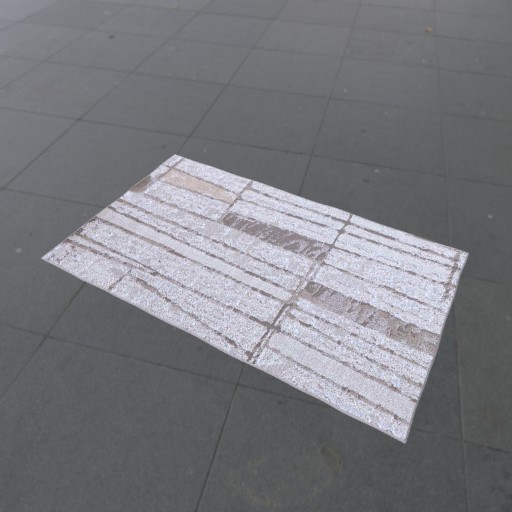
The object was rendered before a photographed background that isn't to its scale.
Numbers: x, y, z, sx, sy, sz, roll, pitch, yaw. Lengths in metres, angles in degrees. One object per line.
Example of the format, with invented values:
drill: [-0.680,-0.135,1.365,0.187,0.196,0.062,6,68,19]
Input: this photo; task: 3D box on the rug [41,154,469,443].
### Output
rug: [0.000,0.000,1.040,0.867,0.007,0.515,22,49,21]
